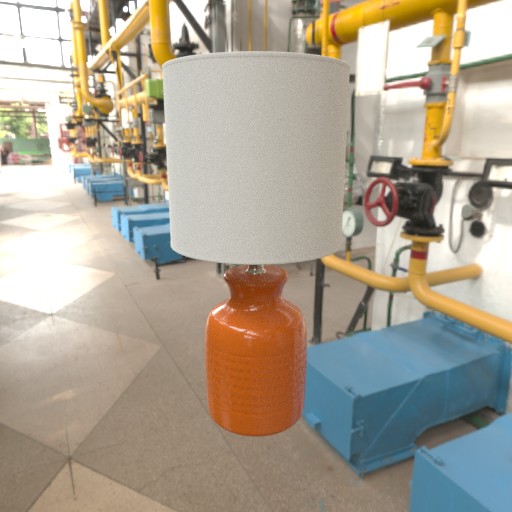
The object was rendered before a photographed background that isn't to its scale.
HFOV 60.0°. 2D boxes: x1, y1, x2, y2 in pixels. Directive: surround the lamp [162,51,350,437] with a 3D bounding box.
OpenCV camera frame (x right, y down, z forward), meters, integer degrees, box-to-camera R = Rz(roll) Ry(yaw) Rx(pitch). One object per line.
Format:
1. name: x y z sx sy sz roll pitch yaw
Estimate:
1. lamp: 0.000 0.000 1.111 0.418 0.871 0.418 -7 16 -24
